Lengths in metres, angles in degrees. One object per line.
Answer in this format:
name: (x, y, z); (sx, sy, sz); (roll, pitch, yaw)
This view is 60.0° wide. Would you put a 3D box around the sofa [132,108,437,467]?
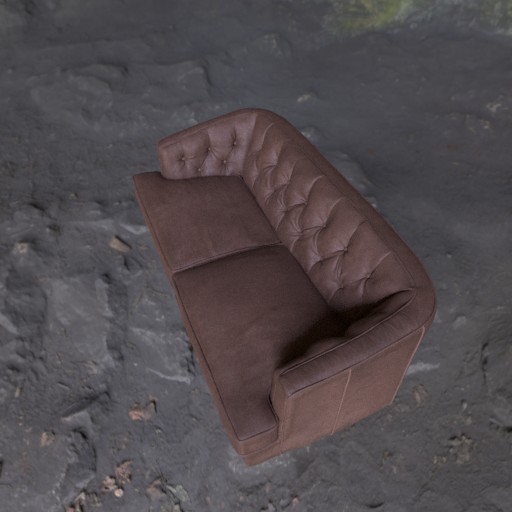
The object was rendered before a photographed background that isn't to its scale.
sofa: (0.000, 0.000, 2.263); (0.917, 0.799, 1.767); (-17, 48, -16)
